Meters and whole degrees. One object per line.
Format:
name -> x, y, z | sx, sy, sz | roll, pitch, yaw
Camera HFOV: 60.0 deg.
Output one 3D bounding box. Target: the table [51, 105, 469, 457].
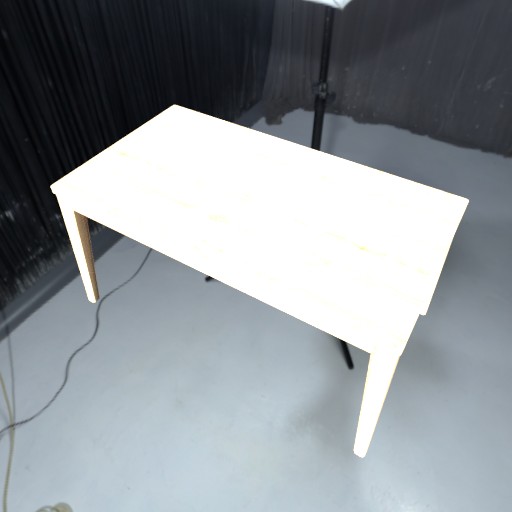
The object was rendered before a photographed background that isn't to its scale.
table -> 0.000, 0.000, 2.122 | 1.600, 0.760, 0.900 | 24, 51, 21
